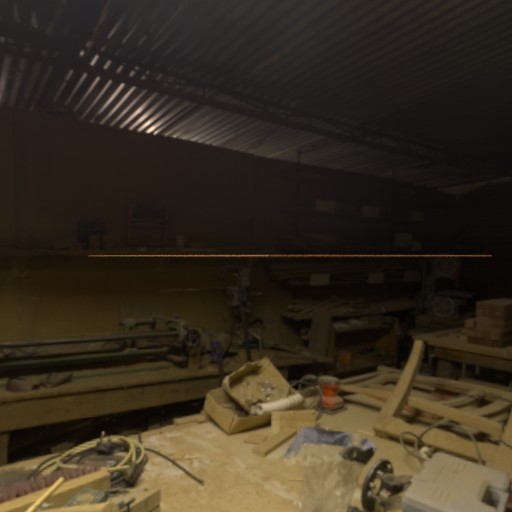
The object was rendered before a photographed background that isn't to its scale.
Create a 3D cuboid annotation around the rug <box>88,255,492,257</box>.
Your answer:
[{"bbox_3d":[0.000,0.000,2.900,1.524,0.006,2.285,0,0,-35],"label":"rug"}]
